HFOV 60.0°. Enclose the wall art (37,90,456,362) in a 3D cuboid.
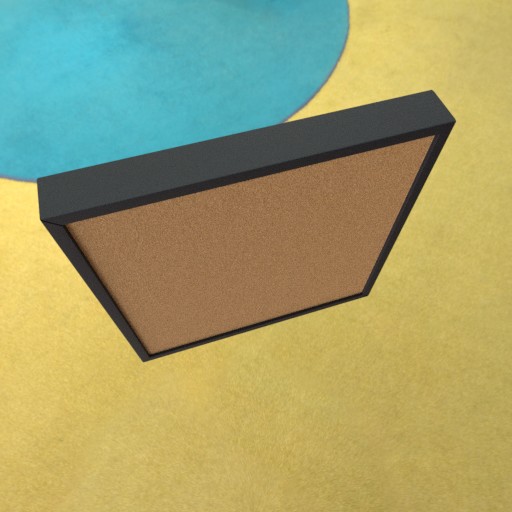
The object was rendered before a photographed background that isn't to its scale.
[{"bbox_3d":[0.000,0.000,0.449,0.305,0.305,0.037,-15,61,-9],"label":"wall art"}]
